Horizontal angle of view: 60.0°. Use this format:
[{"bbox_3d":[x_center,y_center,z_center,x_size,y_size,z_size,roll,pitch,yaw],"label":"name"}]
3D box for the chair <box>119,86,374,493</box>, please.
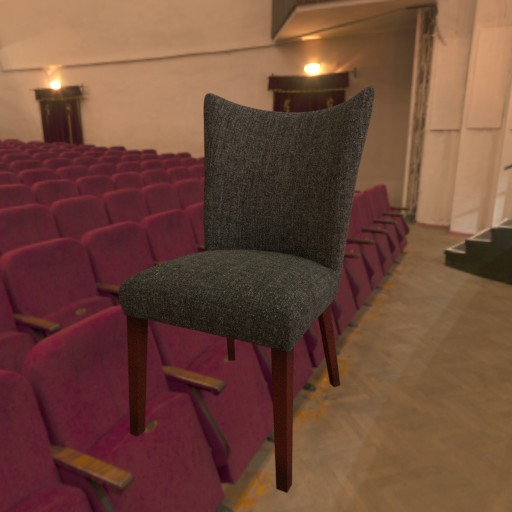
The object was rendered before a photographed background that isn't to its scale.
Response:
[{"bbox_3d":[0.000,0.000,1.264,0.535,0.924,0.623,7,17,26],"label":"chair"}]
